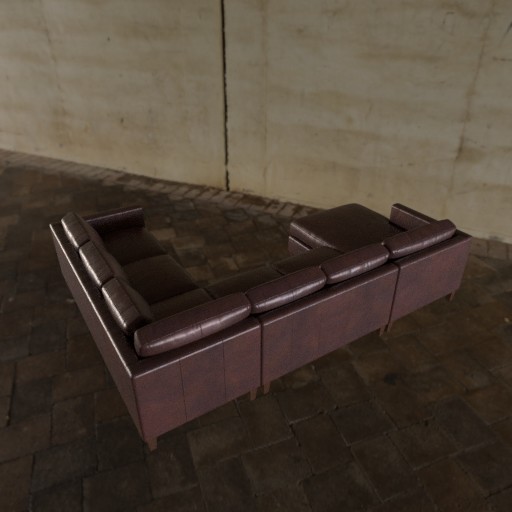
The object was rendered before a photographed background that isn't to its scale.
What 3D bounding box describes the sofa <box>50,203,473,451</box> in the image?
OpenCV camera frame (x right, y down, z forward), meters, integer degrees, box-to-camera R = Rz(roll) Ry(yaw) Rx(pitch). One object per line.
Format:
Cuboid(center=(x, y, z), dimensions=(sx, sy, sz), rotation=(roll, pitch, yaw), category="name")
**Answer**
Cuboid(center=(0.000, 0.000, 4.440), dimensions=(3.324, 0.891, 2.452), rotation=(-18, 35, -28), category="sofa")
